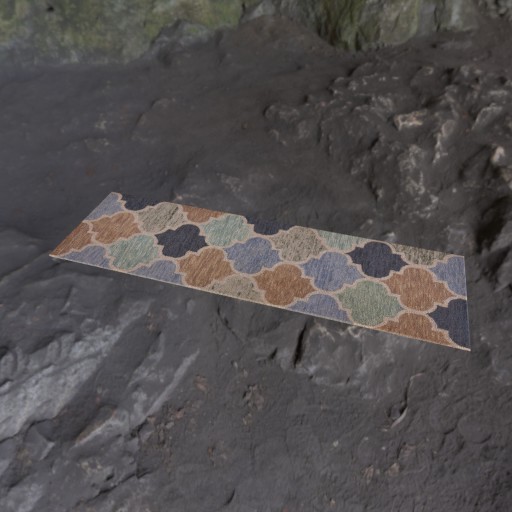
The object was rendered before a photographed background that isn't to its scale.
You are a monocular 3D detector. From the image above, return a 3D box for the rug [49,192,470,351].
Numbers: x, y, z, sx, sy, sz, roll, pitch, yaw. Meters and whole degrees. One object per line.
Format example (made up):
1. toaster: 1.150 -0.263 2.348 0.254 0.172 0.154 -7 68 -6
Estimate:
1. rug: 0.000 0.000 2.548 2.287 0.011 0.687 11 43 13
